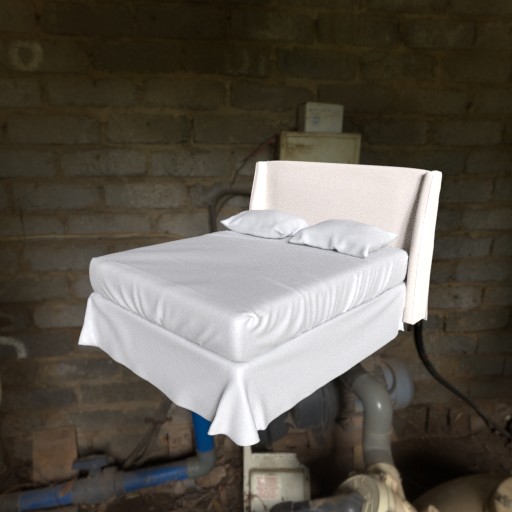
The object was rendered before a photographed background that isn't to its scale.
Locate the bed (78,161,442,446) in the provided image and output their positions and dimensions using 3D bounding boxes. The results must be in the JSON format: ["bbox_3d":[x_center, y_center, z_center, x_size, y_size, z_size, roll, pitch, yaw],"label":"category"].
[{"bbox_3d":[0.000,0.000,3.501,1.925,1.332,2.276,14,21,42],"label":"bed"}]
